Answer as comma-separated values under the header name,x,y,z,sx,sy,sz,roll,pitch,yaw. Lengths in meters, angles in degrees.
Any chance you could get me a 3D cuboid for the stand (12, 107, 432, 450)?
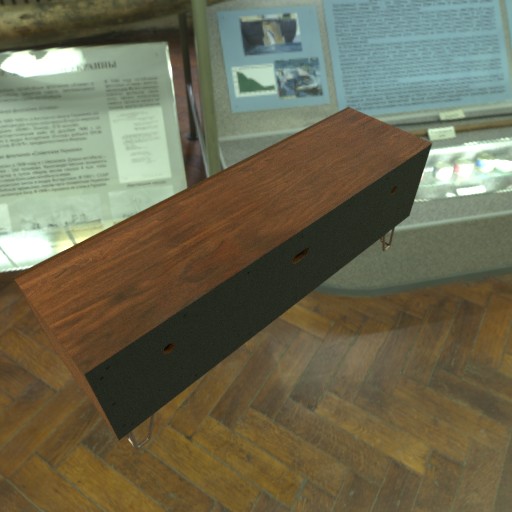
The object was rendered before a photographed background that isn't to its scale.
name,x,y,z,sx,sy,sz,roll,pitch,yaw
stand,0.000,0.000,1.848,1.626,0.610,0.481,-33,54,-29
